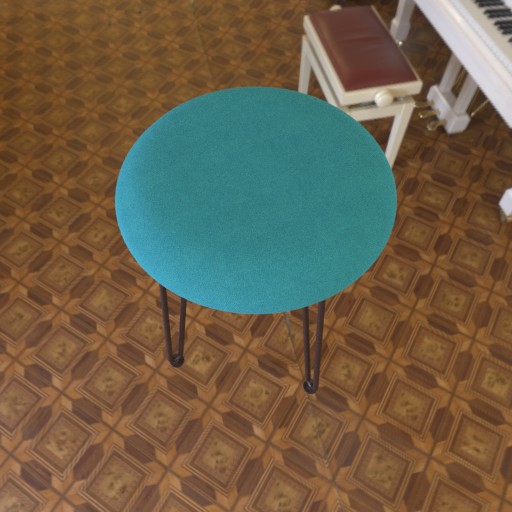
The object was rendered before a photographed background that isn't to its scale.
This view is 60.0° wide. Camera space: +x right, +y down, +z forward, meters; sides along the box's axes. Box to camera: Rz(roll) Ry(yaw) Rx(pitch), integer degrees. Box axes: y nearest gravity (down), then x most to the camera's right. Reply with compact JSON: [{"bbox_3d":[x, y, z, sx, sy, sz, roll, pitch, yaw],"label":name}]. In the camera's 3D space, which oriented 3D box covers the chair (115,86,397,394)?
[{"bbox_3d":[0.000,0.000,0.706,0.350,0.430,0.350,-1,58,0],"label":"chair"}]
